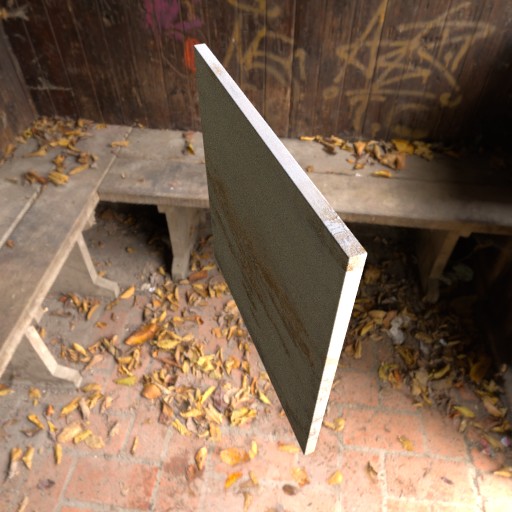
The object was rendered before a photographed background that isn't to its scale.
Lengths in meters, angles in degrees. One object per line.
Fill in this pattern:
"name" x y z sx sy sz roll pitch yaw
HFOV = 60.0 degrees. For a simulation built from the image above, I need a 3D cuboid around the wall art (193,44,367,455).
"wall art" 0.000 0.000 1.501 0.040 1.018 1.015 -16 49 -14
